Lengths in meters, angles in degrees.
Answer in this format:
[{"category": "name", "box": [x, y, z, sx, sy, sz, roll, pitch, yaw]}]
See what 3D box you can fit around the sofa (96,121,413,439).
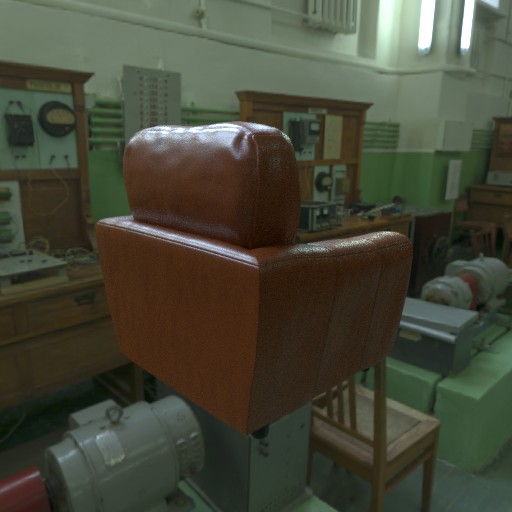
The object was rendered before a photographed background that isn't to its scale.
[{"category": "sofa", "box": [0.000, 0.000, 1.554, 0.789, 0.876, 0.836, -13, 19, -43]}]
